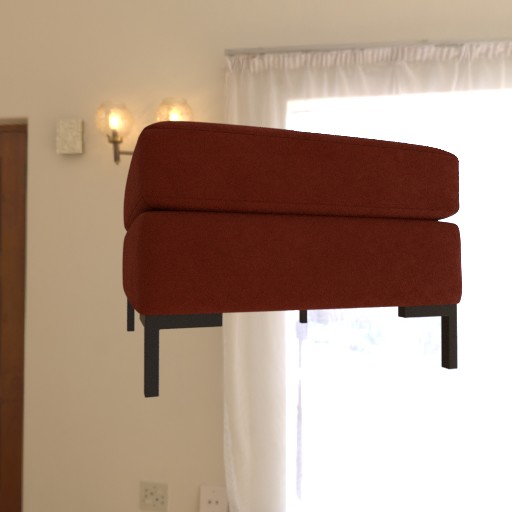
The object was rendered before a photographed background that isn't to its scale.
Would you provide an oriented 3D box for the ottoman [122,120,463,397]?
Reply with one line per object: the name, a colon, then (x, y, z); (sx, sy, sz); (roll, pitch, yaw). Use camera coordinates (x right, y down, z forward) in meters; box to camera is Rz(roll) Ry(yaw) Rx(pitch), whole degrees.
ottoman: (0.000, 0.000, 1.146); (0.650, 0.462, 0.782); (0, -1, -18)
